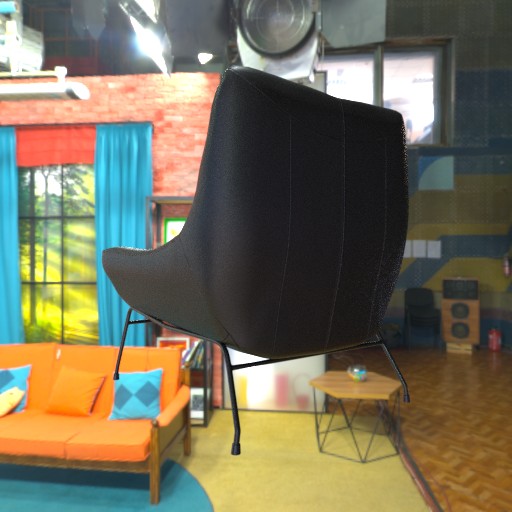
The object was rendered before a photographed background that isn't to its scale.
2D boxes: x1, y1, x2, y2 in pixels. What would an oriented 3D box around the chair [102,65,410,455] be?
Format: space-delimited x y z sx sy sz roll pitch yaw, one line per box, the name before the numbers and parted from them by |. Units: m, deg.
chair | 0.000 0.000 1.529 0.836 0.922 0.826 0 0 -35
